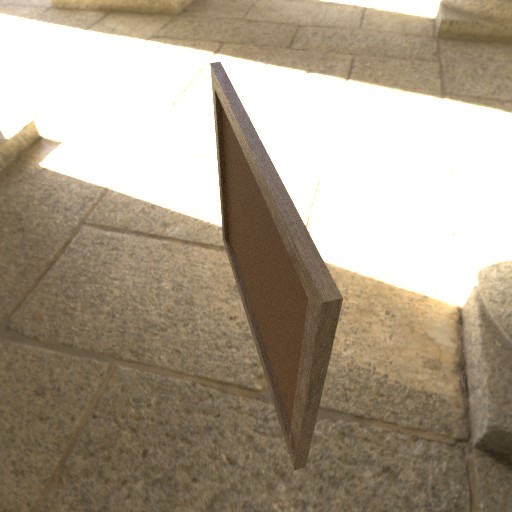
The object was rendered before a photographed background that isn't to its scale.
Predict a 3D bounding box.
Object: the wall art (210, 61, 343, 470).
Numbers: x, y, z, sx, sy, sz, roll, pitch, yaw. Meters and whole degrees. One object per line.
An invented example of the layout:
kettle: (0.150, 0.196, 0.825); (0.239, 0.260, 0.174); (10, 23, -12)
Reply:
wall art: (0.000, 0.000, 0.928); (0.026, 0.535, 0.690); (-11, 47, -10)
